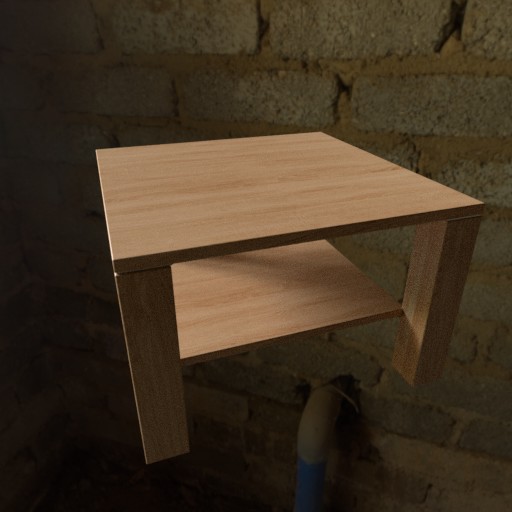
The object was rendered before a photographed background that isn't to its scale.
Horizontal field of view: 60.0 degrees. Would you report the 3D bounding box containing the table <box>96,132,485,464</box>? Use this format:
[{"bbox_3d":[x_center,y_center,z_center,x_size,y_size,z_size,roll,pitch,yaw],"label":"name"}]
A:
[{"bbox_3d":[0.000,0.000,1.153,0.700,0.450,0.700,-9,29,-17],"label":"table"}]
